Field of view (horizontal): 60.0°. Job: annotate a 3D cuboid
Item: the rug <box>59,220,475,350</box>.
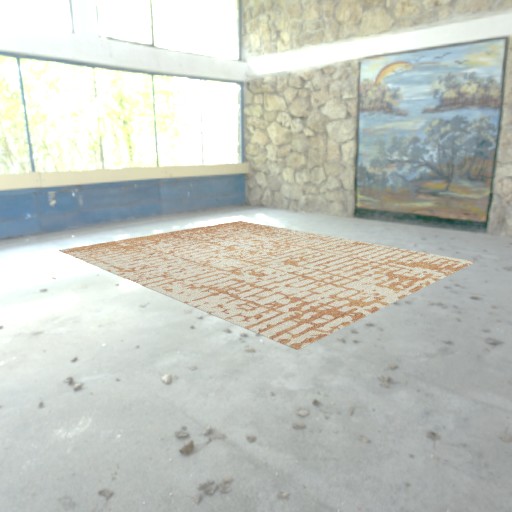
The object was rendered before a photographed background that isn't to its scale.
[{"bbox_3d":[0.000,0.000,4.135,2.441,0.011,3.050,-14,20,-43],"label":"rug"}]
